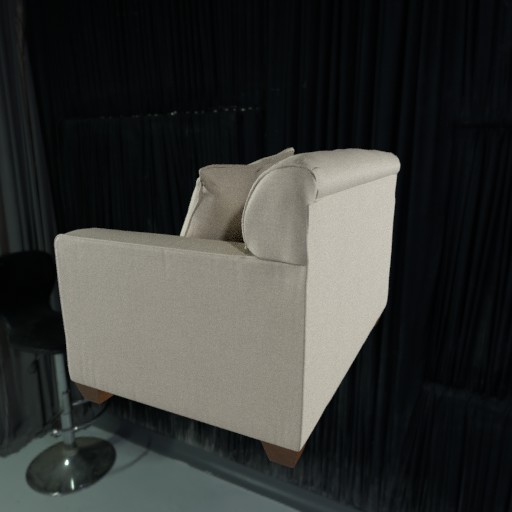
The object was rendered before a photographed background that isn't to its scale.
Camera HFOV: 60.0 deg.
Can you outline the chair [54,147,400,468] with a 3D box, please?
[{"bbox_3d":[0.000,0.000,1.990,1.000,0.948,1.383,7,15,25],"label":"chair"}]
